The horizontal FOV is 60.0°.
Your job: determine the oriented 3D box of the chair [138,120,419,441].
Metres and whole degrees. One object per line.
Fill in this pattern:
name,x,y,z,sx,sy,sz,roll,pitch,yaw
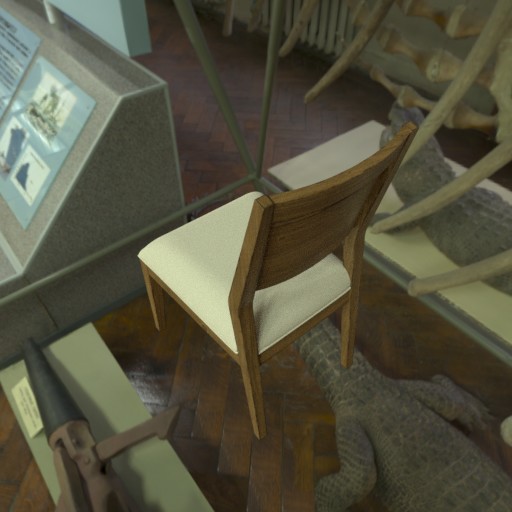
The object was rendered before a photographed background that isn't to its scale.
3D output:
chair,0.000,0.000,1.309,0.497,0.939,0.610,-30,53,-26
